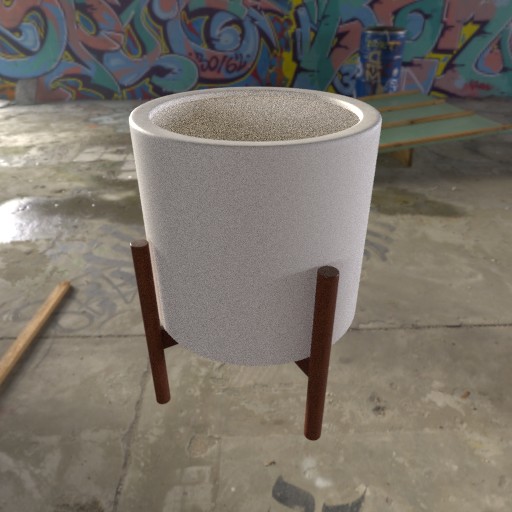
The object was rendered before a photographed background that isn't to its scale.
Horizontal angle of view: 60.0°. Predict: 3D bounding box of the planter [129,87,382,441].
[{"bbox_3d":[0.000,0.000,0.903,0.420,0.581,0.421,10,32,15],"label":"planter"}]
